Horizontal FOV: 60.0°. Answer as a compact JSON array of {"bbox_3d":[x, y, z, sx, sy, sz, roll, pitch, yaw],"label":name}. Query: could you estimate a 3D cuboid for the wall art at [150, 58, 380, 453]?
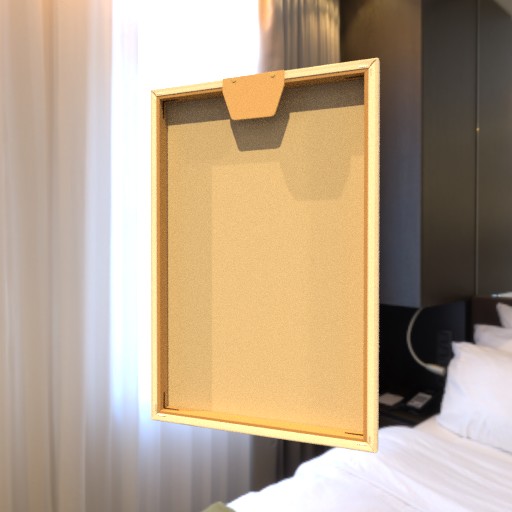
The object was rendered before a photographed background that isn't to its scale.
[{"bbox_3d":[0.000,0.000,1.125,0.602,0.902,0.048,0,1,20],"label":"wall art"}]
